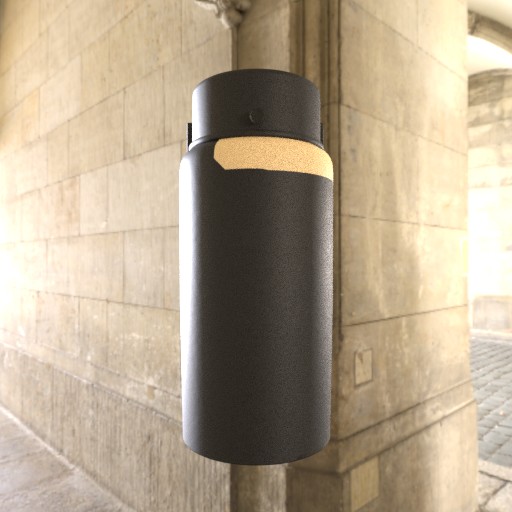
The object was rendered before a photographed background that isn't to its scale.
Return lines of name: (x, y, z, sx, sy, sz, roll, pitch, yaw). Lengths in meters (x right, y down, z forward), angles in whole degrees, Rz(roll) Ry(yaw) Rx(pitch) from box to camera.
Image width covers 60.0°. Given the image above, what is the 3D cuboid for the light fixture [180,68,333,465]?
light fixture: (0.000, 0.000, 0.355, 0.130, 0.257, 0.176, 0, -1, -1)
